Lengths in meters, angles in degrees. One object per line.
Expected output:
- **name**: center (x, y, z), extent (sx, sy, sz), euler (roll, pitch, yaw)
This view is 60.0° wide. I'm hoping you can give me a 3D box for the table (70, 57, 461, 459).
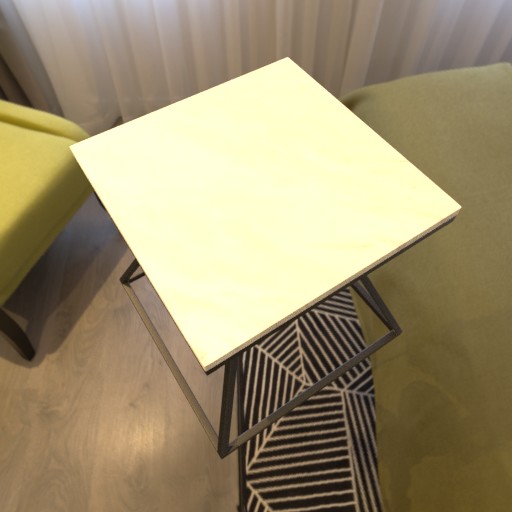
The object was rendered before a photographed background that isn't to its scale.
- **table**: center (0.000, 0.000, 0.816), extent (0.455, 0.431, 0.455), euler (-29, 62, -17)
